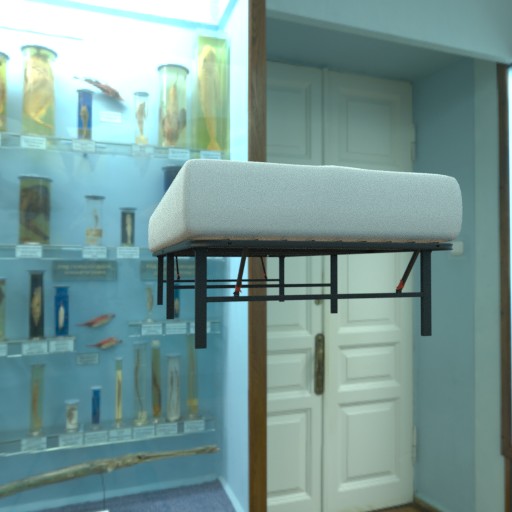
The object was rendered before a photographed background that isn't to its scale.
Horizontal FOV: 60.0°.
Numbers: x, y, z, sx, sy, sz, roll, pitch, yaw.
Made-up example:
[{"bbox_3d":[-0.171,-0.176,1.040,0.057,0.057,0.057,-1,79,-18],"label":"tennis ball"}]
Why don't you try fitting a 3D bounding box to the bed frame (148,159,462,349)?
[{"bbox_3d":[0.000,0.000,2.363,1.025,0.640,1.908,0,-1,-17],"label":"bed frame"}]
